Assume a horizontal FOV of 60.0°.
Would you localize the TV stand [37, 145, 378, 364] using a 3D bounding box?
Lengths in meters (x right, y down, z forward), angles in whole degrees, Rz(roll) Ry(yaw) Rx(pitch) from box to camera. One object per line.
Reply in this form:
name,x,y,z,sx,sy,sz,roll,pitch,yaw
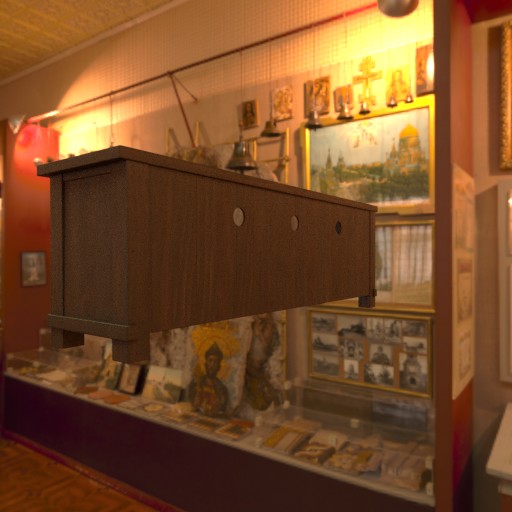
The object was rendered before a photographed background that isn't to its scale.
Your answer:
TV stand,0.000,0.000,2.110,0.471,0.615,1.866,0,0,37
